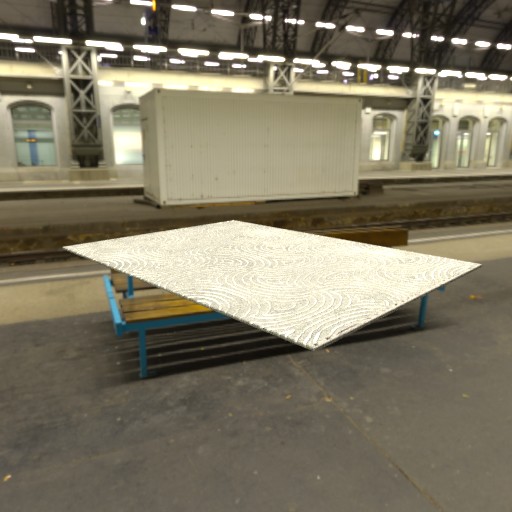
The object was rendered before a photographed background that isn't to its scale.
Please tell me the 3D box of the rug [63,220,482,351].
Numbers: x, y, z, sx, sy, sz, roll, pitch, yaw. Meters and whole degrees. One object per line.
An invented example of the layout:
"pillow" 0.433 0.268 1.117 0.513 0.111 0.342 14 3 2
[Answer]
"rug" 0.000 0.000 2.763 1.543 0.015 2.144 -13 19 -43
